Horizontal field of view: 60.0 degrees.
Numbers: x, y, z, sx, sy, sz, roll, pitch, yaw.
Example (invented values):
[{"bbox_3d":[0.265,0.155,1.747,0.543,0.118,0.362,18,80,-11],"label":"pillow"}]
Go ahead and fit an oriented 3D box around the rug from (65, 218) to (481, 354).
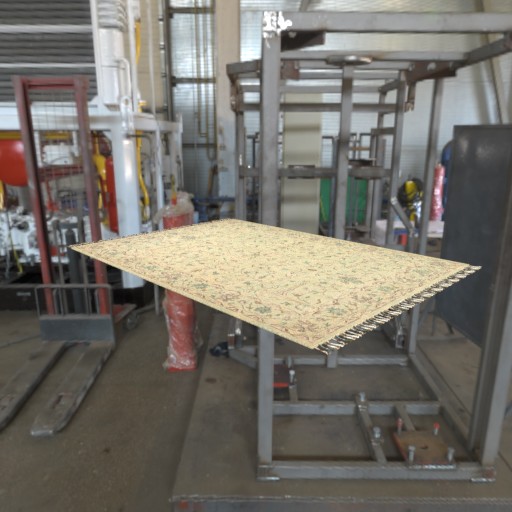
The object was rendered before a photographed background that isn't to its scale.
[{"bbox_3d":[0.000,0.000,2.293,1.247,0.008,1.802,-15,21,-43],"label":"rug"}]
